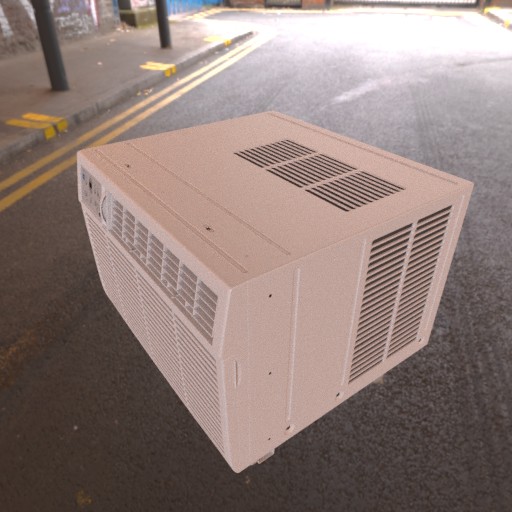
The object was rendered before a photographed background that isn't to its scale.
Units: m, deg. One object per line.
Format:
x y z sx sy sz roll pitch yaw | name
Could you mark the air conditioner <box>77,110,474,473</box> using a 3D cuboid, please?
0.000 0.000 1.063 0.599 0.455 0.645 -22 39 -29 | air conditioner
